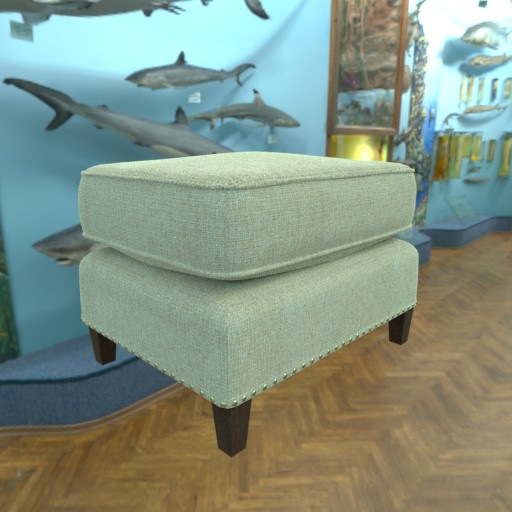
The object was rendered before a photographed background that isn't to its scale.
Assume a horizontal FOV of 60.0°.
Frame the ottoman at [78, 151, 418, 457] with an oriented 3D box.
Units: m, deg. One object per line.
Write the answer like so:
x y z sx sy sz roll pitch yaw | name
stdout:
0.000 0.000 1.169 0.589 0.537 0.738 14 20 43 | ottoman
